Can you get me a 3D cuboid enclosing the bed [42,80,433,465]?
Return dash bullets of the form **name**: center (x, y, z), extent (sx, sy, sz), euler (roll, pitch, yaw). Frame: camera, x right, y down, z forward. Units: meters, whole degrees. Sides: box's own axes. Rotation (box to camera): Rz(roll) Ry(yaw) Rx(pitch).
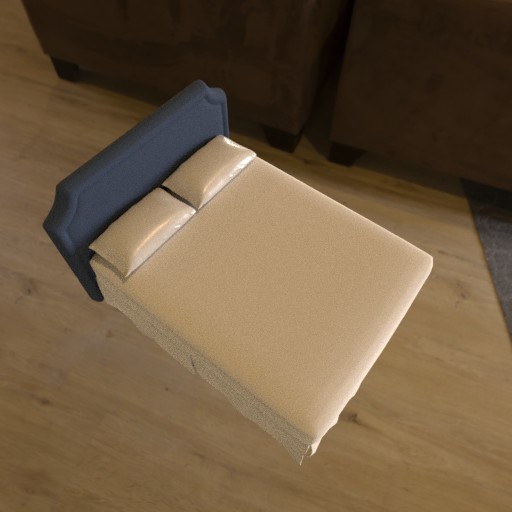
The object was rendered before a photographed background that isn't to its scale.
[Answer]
- **bed**: center (0.000, 0.000, 3.336), extent (2.260, 1.297, 1.831), euler (33, 64, 19)
